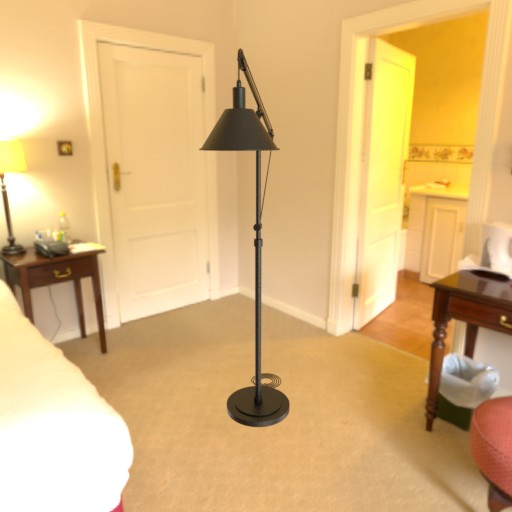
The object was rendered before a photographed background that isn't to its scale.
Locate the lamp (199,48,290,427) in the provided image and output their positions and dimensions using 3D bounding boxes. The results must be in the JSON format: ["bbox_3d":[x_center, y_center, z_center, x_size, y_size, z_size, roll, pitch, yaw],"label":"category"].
[{"bbox_3d":[0.000,0.000,2.000,0.319,1.626,0.904,3,15,11],"label":"lamp"}]
